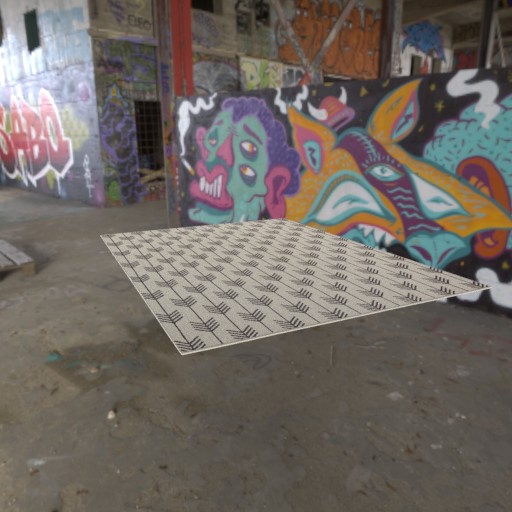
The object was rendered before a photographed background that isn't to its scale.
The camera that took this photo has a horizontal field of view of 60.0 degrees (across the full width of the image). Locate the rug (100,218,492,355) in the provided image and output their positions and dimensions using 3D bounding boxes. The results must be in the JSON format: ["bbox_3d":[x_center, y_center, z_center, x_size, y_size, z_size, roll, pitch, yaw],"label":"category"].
[{"bbox_3d":[0.000,0.000,4.049,2.330,0.010,3.061,-7,17,-25],"label":"rug"}]
